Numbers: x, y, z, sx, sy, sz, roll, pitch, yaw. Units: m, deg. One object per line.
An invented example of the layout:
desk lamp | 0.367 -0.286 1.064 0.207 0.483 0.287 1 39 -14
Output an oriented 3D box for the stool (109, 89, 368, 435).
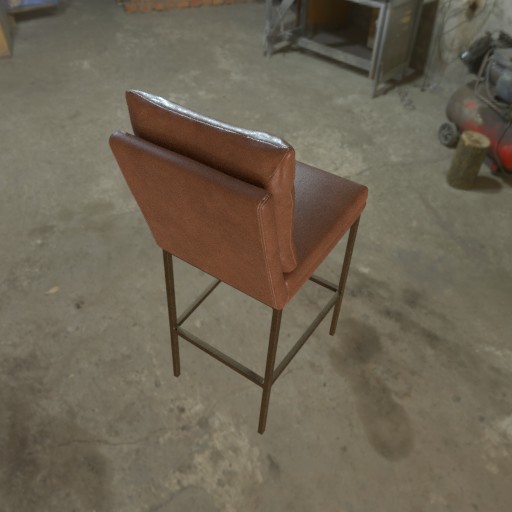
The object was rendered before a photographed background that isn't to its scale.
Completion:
stool | 0.000 0.000 1.415 0.463 1.124 0.571 26 51 23
